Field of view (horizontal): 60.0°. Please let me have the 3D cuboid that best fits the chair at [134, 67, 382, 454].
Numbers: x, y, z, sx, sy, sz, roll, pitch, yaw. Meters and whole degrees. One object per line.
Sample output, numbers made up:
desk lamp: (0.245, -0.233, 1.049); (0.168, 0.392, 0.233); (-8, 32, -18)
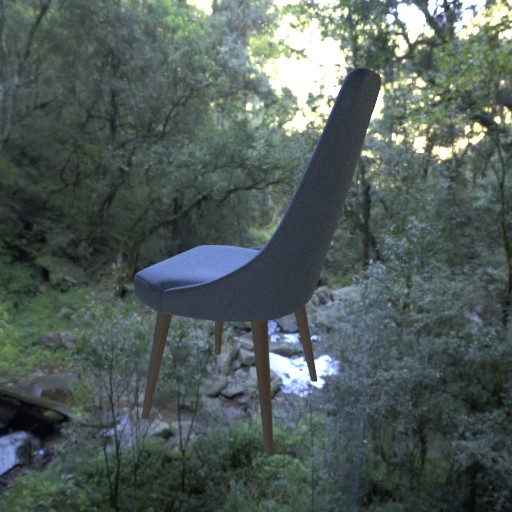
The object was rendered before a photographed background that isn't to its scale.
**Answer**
chair: (0.000, 0.000, 1.377); (0.660, 1.040, 0.510); (7, 17, 24)
